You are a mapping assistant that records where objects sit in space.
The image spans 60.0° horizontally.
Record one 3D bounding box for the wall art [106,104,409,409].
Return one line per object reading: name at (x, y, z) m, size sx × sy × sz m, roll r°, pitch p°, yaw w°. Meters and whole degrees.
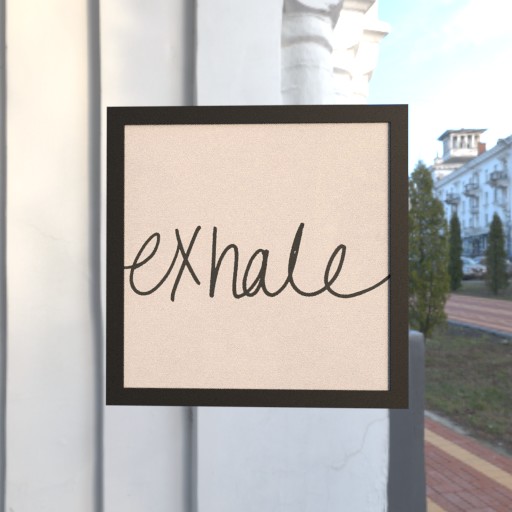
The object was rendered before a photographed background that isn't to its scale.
wall art at (0.000, 0.000, 0.529) m, size 0.358 × 0.357 × 0.012 m, roll 0°, pitch 0°, yaw 2°
